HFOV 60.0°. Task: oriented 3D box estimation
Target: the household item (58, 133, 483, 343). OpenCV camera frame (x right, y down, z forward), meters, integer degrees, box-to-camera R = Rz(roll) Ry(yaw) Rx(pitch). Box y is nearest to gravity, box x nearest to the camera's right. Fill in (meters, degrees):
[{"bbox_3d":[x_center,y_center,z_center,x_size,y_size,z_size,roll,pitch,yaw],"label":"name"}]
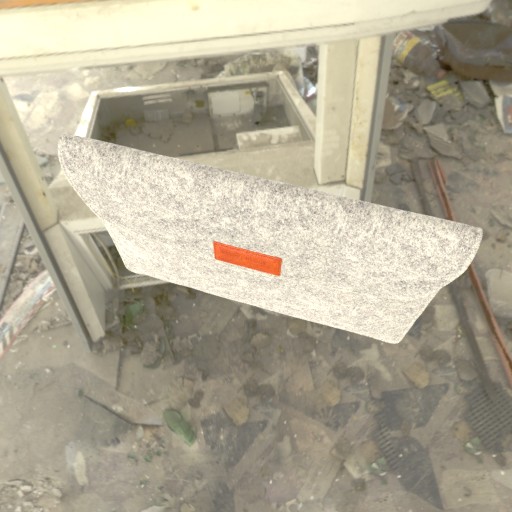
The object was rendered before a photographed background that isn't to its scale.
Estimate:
[{"bbox_3d":[0.000,0.000,0.432,0.335,0.221,0.057,14,59,9],"label":"household item"}]
